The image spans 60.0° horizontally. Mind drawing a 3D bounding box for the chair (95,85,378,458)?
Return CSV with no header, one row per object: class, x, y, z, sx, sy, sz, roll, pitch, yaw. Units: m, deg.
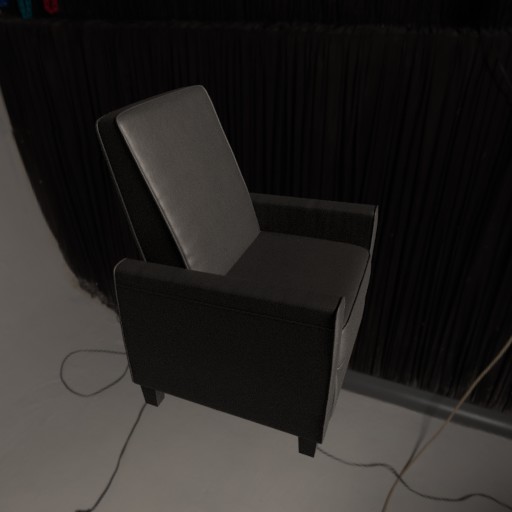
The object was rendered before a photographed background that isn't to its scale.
chair,0.000,0.000,1.520,0.746,1.013,0.705,11,33,18
